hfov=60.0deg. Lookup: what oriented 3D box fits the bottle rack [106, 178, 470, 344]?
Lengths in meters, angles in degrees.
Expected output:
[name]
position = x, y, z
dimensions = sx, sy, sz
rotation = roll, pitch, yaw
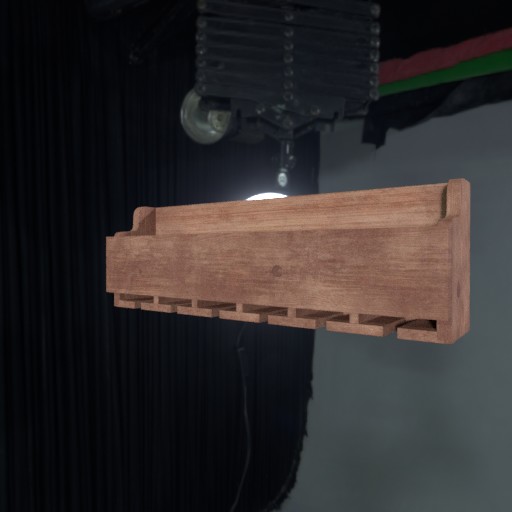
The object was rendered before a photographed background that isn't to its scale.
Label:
[bottle rack]
position = 0.000, 0.000, 0.714
dimensions = 0.608, 0.196, 0.126
rotation = 0, 1, 36
